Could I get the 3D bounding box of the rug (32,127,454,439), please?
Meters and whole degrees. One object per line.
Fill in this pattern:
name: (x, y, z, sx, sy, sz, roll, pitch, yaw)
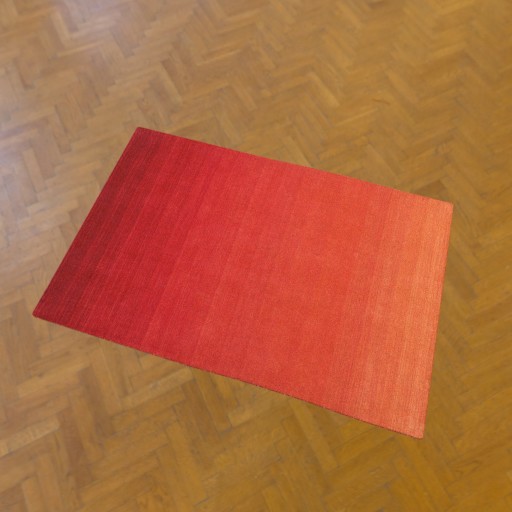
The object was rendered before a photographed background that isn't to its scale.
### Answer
rug: (0.000, 0.000, 2.226, 1.835, 0.018, 1.230, 15, 65, 8)
